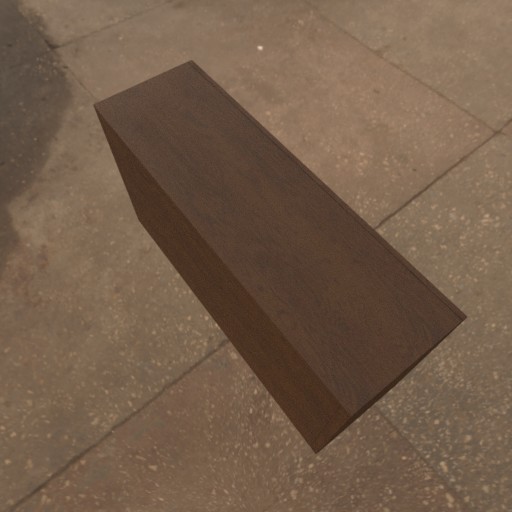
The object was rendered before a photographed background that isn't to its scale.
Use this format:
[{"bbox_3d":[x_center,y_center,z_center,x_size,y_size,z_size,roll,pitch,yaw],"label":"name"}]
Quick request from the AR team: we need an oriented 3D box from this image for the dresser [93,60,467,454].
[{"bbox_3d":[0.000,0.000,1.954,0.512,0.889,1.523,-33,65,-18],"label":"dresser"}]
